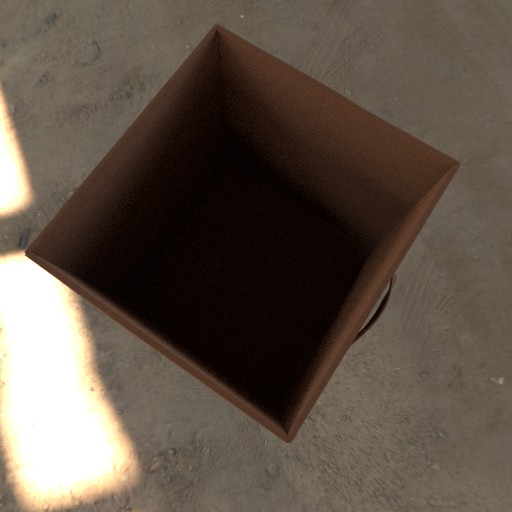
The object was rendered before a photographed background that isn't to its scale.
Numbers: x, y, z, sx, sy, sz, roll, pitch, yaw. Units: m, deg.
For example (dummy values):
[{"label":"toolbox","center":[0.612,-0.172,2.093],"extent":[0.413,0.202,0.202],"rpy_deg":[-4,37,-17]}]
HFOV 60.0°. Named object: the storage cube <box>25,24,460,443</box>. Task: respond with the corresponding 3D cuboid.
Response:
[{"label":"storage cube","center":[0.000,0.000,0.493],"extent":[0.270,0.280,0.270],"rpy_deg":[33,78,8]}]
